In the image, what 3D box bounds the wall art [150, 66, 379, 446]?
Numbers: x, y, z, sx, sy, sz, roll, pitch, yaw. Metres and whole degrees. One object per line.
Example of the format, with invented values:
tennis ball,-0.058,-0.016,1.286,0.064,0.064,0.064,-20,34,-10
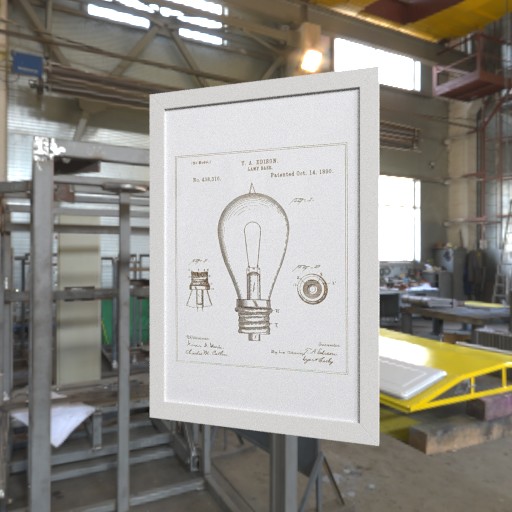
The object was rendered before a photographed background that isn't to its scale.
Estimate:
wall art,0.000,0.000,0.607,0.325,0.474,0.010,0,0,18
